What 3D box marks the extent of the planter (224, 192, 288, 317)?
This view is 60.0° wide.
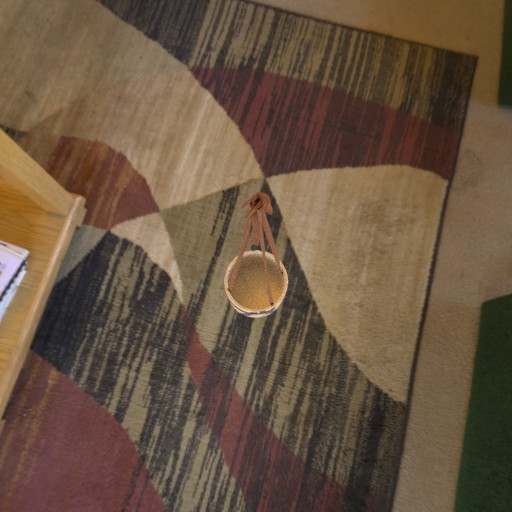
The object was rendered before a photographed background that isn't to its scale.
[{"bbox_3d":[0.000,0.000,0.827,0.153,0.753,0.157,-2,76,-1],"label":"planter"}]
